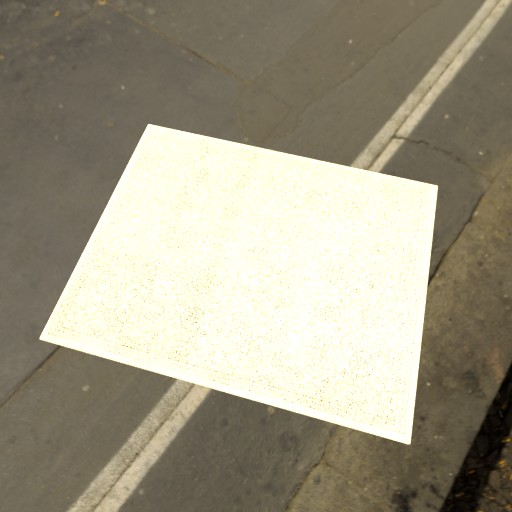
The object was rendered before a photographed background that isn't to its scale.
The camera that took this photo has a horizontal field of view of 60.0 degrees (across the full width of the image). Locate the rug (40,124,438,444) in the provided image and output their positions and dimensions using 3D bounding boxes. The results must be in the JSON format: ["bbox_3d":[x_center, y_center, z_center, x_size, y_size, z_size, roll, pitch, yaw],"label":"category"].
[{"bbox_3d":[0.000,0.000,4.017,3.050,0.015,2.441,14,64,7],"label":"rug"}]
